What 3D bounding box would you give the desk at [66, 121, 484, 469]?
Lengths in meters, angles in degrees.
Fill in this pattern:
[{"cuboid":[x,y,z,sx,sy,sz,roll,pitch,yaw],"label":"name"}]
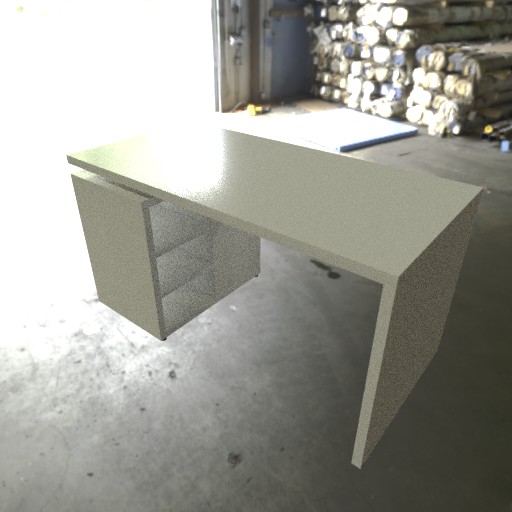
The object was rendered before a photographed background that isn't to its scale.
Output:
[{"cuboid":[0.000,0.000,1.819,1.400,0.740,0.690,23,38,33],"label":"desk"}]
